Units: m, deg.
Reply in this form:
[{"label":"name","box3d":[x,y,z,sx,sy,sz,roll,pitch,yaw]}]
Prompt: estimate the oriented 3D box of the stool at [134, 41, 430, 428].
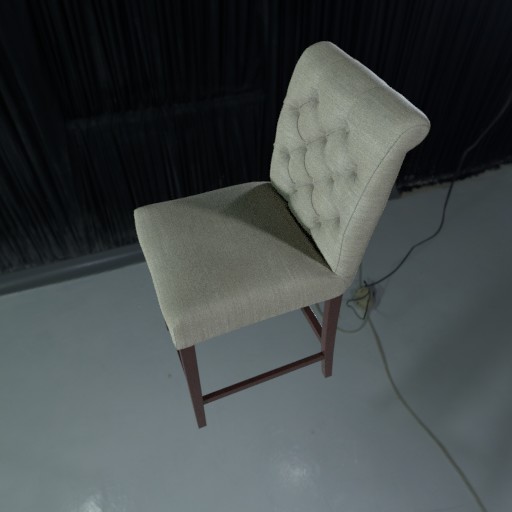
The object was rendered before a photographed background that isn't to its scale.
[{"label":"stool","box3d":[0.000,0.000,1.400,0.660,1.084,0.486,-17,49,-15]}]
